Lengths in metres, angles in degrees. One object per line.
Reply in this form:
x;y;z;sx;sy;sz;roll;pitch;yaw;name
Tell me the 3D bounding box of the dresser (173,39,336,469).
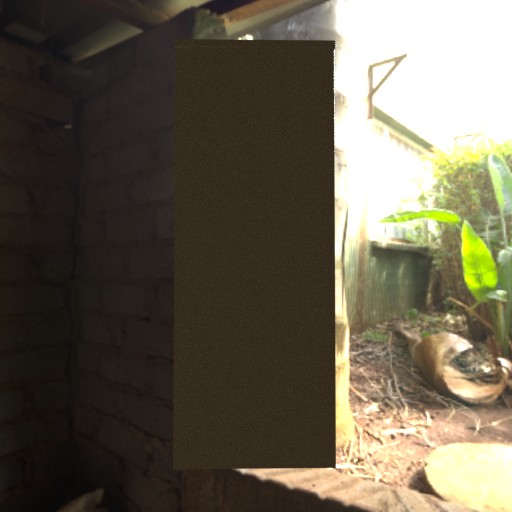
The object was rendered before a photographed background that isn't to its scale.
0.000;0.000;1.402;0.401;1.021;0.704;0;-1;-1;dresser
